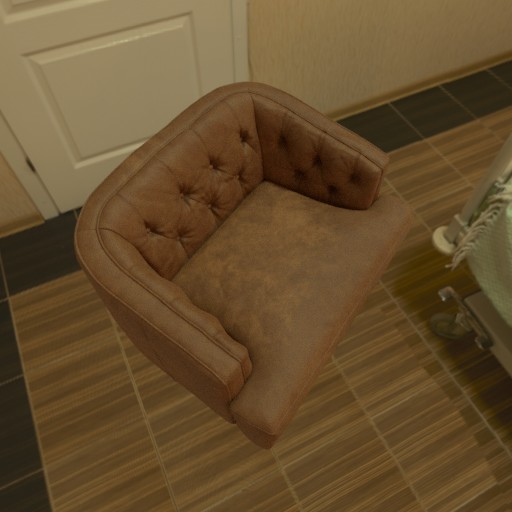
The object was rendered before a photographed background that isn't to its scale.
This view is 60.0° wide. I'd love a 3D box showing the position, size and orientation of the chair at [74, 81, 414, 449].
[{"bbox_3d":[0.000,0.000,1.787,0.911,0.836,1.119,30,62,18],"label":"chair"}]
